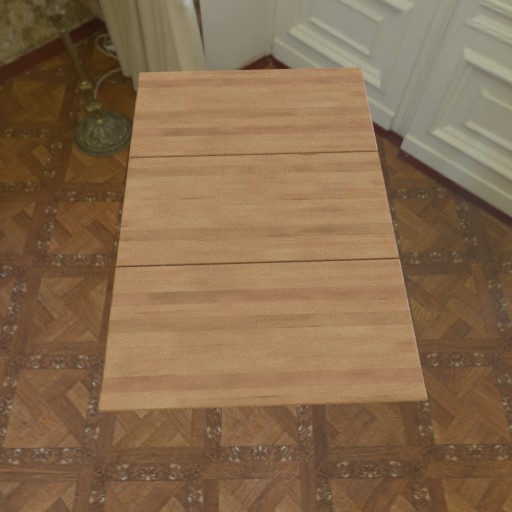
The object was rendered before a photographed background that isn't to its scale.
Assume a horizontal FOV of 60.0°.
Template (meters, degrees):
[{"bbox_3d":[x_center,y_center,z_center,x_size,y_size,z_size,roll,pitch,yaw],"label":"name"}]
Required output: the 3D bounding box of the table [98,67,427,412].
[{"bbox_3d":[0.000,0.000,1.842,0.900,0.770,1.300,-2,63,-1],"label":"table"}]
